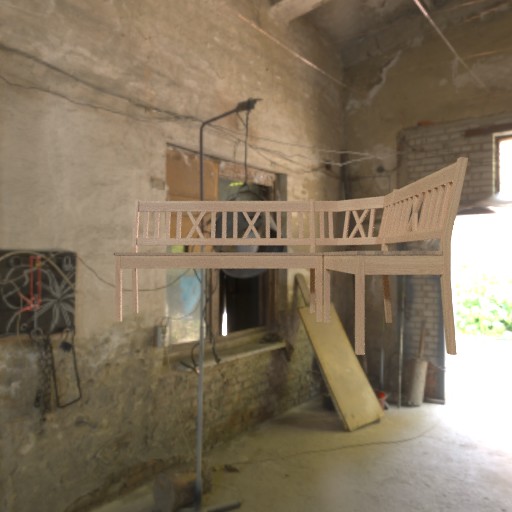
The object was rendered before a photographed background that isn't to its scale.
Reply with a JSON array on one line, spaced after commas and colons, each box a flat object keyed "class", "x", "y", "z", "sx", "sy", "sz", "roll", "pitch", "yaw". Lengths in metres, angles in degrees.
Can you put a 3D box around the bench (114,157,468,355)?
[{"class": "bench", "x": 0.000, "y": 0.000, "z": 2.788, "sx": 1.937, "sy": 0.902, "sz": 1.537, "roll": 0, "pitch": 0, "yaw": 0}]
